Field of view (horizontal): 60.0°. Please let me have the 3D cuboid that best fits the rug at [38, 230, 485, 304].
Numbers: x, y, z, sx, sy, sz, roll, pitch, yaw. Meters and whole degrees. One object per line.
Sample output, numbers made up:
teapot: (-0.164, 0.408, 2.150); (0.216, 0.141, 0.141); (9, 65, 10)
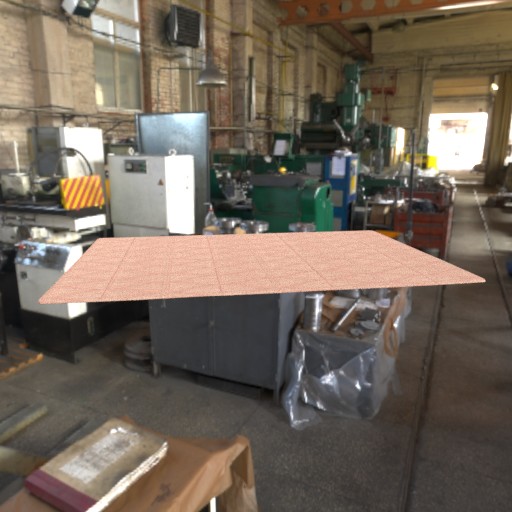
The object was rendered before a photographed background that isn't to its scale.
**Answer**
rug: (0.000, 0.000, 3.068); (2.390, 0.015, 1.609); (-2, 14, -9)
